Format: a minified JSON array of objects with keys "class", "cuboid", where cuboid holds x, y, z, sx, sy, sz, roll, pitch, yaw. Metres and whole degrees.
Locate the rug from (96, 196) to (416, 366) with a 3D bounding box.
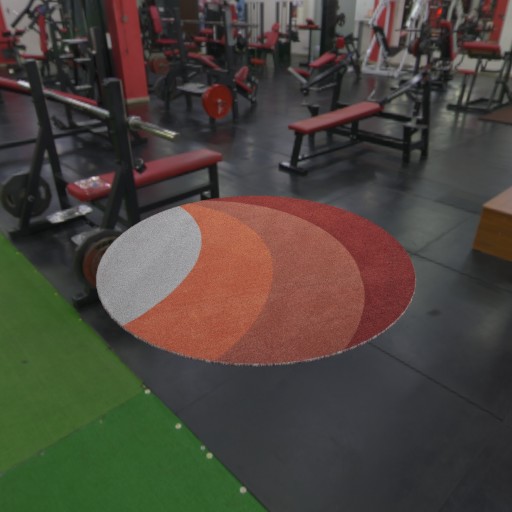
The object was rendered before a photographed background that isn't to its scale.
[{"class":"rug","cuboid":[0.000,0.000,2.197,1.514,0.015,1.514,0,30,0]}]
